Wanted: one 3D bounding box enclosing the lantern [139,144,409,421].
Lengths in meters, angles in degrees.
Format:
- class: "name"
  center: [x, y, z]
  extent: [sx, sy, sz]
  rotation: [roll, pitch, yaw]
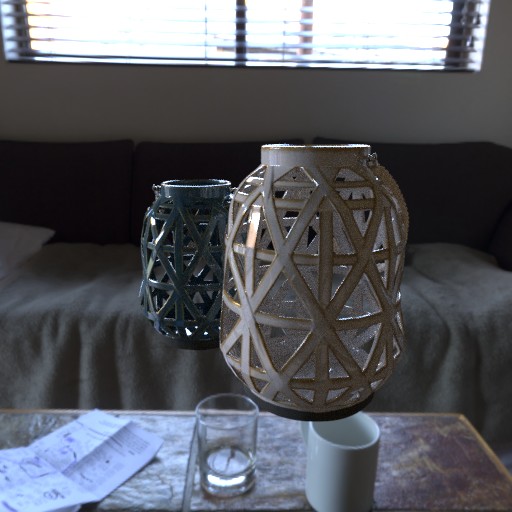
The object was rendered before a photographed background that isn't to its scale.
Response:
- class: "lantern"
  center: [0.000, 0.000, 0.628]
  extent: [0.439, 0.307, 0.245]
  rotation: [14, 21, 43]
